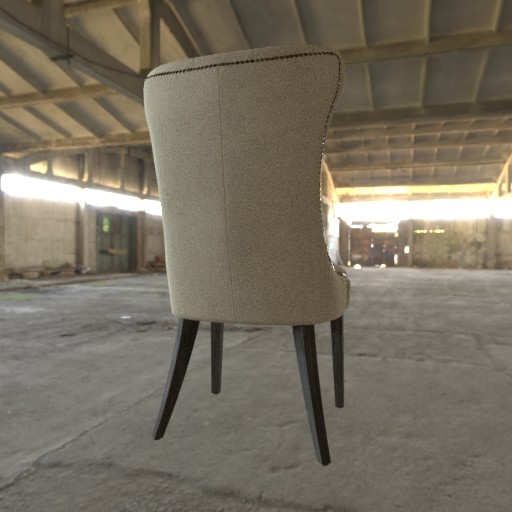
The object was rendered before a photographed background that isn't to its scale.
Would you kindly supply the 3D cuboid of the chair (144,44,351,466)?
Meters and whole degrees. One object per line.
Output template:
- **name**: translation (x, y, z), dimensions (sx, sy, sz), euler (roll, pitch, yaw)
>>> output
- **chair**: translation (0.000, 0.000, 1.383), dimensions (0.584, 1.065, 0.590), euler (0, 1, 18)
